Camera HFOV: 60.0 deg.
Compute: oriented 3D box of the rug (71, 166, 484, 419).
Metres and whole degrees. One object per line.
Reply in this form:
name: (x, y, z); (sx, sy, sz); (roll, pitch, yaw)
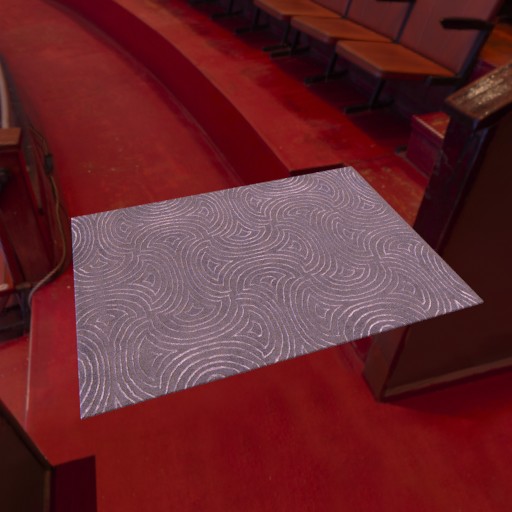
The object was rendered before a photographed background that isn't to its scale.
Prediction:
rug: (0.000, 0.000, 2.745); (2.144, 0.015, 1.543); (-13, 43, -14)
